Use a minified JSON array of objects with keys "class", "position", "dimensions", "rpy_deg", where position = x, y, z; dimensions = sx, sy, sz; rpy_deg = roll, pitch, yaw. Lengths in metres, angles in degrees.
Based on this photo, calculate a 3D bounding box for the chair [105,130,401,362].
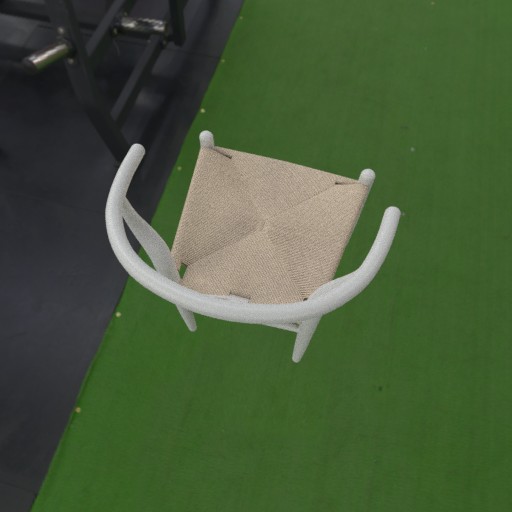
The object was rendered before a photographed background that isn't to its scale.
[{"class":"chair","position":[0.000,0.000,1.142],"dimensions":[0.569,0.730,0.579],"rpy_deg":[15,65,7]}]
